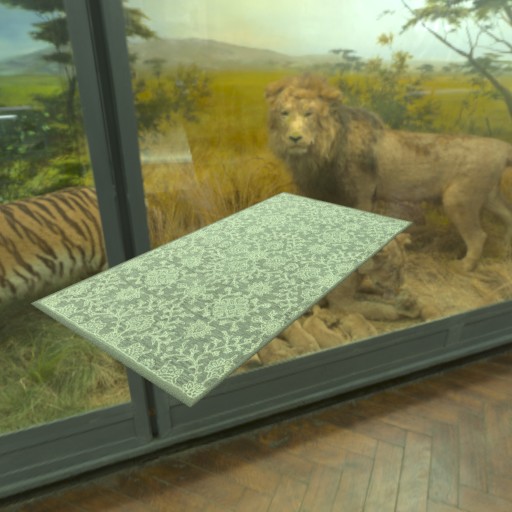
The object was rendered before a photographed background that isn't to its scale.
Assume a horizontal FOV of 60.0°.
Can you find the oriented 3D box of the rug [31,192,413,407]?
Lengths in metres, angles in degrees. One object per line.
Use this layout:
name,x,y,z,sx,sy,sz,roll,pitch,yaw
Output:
rug,0.000,0.000,3.695,1.546,0.011,3.048,19,32,33
